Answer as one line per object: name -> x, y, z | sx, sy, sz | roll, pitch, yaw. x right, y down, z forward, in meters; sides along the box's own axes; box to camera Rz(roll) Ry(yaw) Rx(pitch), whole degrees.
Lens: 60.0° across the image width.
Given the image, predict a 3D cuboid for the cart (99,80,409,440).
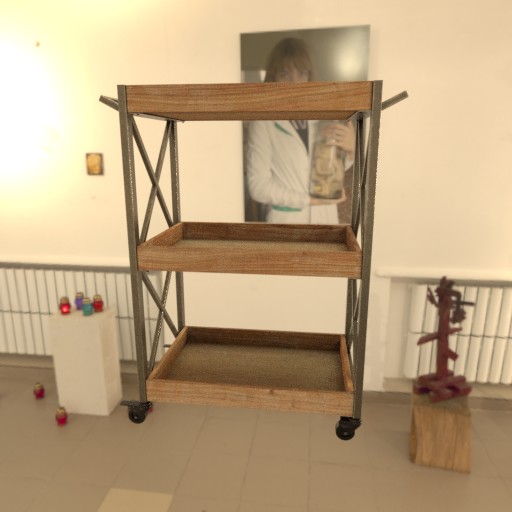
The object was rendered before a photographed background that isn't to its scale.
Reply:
cart -> 0.000, 0.000, 1.199 | 0.673, 0.835, 0.377 | 2, 14, 7
